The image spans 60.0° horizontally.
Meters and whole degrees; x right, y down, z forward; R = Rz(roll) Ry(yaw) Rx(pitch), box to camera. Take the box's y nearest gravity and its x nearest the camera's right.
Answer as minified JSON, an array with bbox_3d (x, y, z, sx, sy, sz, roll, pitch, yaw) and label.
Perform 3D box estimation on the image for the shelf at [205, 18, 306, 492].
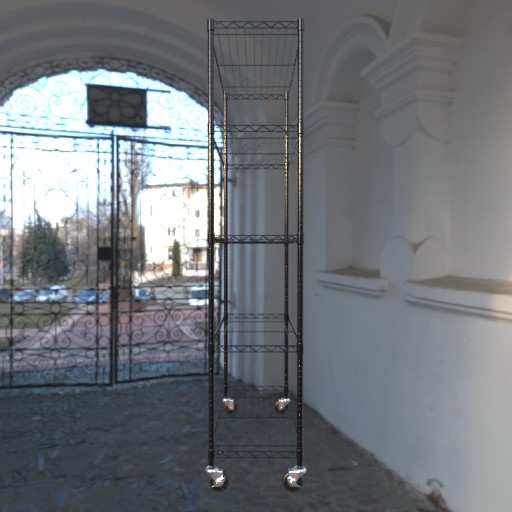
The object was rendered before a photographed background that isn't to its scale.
[{"bbox_3d":[0.000,0.000,1.907,0.356,1.645,0.762,0,1,0],"label":"shelf"}]
